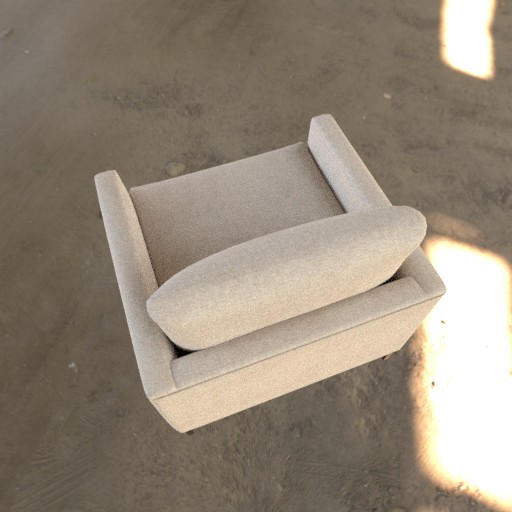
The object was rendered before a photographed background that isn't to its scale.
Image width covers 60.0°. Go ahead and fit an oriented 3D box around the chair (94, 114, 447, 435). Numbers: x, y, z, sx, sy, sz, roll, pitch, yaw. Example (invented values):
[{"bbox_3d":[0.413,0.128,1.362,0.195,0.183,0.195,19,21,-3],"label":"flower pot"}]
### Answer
[{"bbox_3d":[0.000,0.000,1.624,0.963,0.861,0.866,-18,60,-11],"label":"chair"}]
